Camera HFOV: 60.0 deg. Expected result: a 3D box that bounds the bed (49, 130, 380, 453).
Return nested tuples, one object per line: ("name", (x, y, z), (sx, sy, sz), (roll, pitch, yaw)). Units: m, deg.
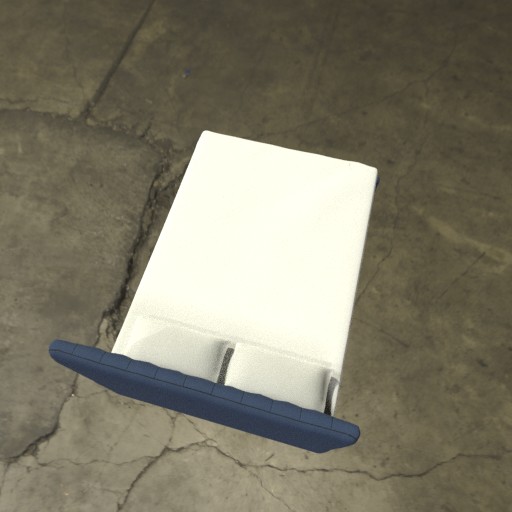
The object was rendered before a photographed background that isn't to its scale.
("bed", (0.000, 0.000, 3.384), (1.706, 1.427, 2.387), (14, 66, 6))
